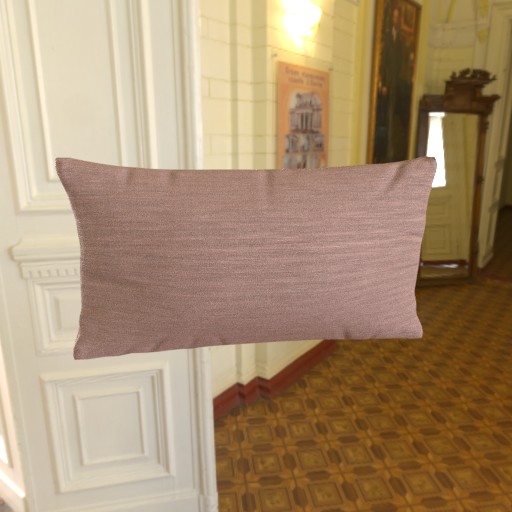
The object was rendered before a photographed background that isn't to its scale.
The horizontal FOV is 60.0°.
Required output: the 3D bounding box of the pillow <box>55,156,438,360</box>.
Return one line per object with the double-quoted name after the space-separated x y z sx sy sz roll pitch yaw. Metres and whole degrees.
0.000 0.000 0.771 0.633 0.338 0.210 -2 15 -8 "pillow"
